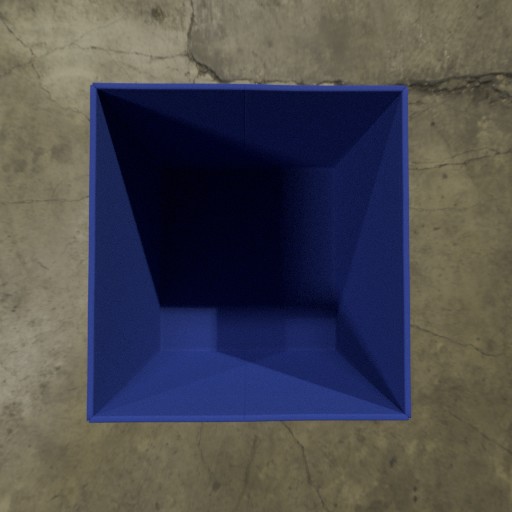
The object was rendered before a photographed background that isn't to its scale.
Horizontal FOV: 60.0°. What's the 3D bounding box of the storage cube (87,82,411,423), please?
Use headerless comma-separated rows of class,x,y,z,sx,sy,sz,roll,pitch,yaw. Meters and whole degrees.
storage cube,0.000,0.000,0.486,0.270,0.280,0.270,0,88,-1
